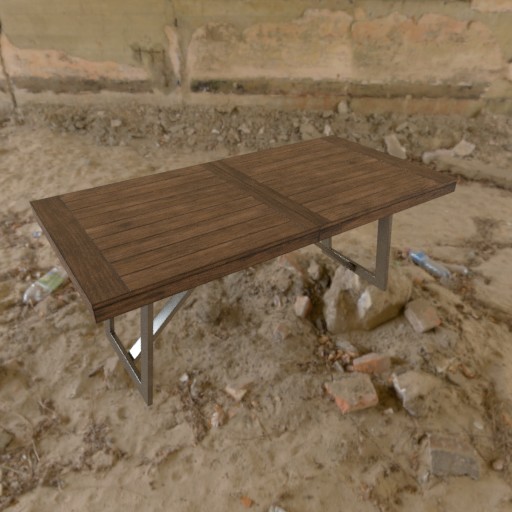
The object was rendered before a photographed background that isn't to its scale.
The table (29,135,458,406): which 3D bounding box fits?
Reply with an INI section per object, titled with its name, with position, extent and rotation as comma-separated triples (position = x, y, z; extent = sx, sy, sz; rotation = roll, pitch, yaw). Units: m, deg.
[table]
position = 0.000, 0.000, 2.341
extent = 1.867, 0.757, 0.931
rotation = -20, 37, -29
